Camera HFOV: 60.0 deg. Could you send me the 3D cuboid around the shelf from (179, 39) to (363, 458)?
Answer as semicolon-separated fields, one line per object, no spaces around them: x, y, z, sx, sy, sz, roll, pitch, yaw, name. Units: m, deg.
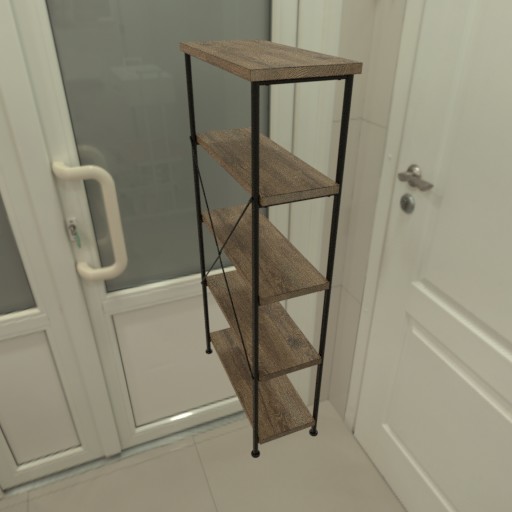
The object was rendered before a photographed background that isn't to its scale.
0.000;0.000;2.012;0.360;1.700;0.800;-12;33;-19;shelf
